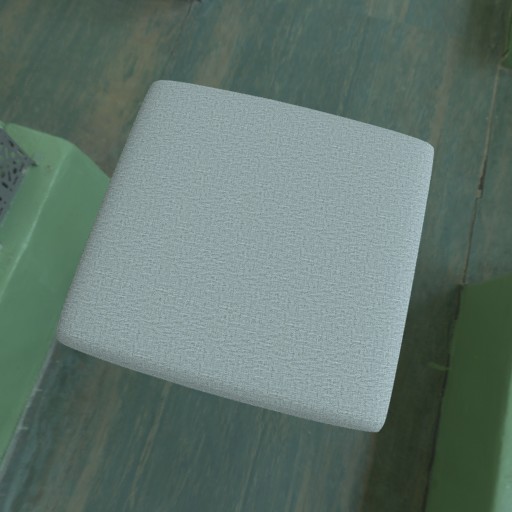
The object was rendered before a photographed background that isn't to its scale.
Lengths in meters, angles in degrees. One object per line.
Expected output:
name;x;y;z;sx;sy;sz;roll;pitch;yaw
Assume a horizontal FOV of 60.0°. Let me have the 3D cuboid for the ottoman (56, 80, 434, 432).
ottoman;0.000;0.000;1.057;0.650;0.398;0.649;15;75;4
